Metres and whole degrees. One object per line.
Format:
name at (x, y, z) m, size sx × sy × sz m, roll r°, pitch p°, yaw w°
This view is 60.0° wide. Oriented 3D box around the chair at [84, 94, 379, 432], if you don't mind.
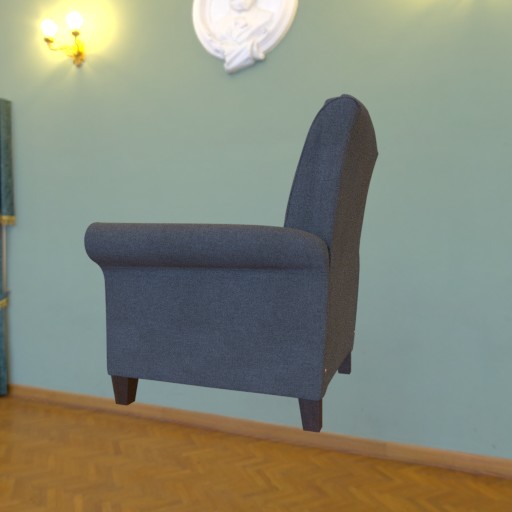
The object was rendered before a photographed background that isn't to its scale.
chair at (0.000, 0.000, 1.785) m, size 0.905 × 1.061 × 0.978 m, roll 0°, pitch 1°, yaw 20°
